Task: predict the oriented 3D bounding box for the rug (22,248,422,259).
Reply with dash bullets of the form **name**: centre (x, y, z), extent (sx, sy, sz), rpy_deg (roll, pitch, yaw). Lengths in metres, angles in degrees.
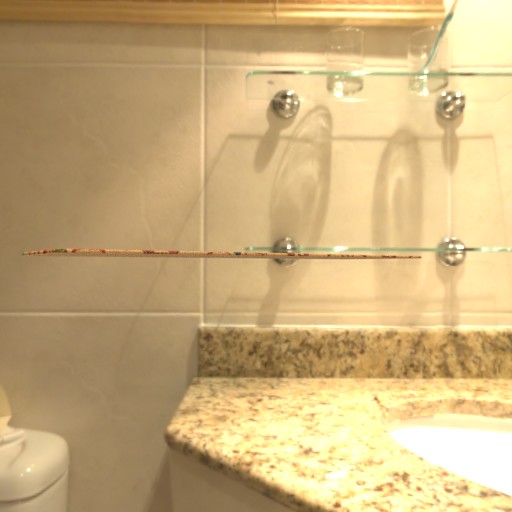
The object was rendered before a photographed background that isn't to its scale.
- **rug**: centre (0.000, 0.000, 2.513), extent (2.273, 0.016, 0.693), rpy_deg (1, -1, -38)
